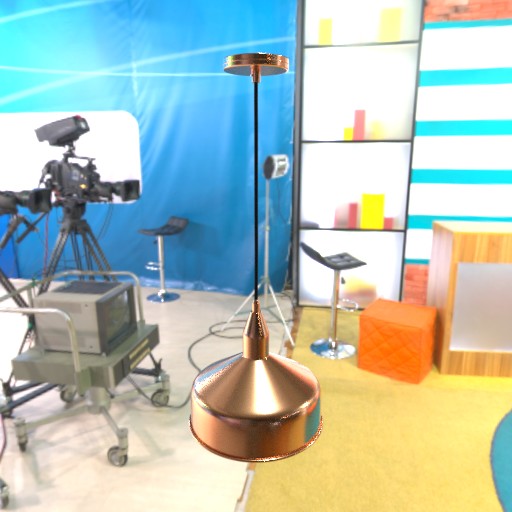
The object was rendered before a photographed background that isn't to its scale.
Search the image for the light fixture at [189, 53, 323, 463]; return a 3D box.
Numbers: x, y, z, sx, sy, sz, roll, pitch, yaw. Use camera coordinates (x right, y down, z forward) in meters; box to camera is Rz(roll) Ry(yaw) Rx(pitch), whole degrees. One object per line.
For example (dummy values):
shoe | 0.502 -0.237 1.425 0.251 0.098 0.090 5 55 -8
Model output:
light fixture | 0.000 0.000 0.916 0.301 0.754 0.301 -7 15 -28
